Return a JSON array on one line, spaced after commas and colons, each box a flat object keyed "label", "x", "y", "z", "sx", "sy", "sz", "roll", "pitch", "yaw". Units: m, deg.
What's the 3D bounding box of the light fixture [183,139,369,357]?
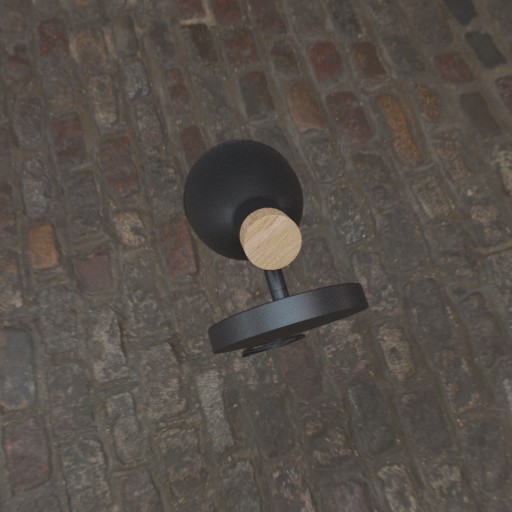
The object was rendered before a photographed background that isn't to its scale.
[{"label": "light fixture", "x": 0.000, "y": 0.000, "z": 0.501, "sx": 0.127, "sy": 0.401, "sz": 0.203, "roll": -16, "pitch": 75, "yaw": -4}]
